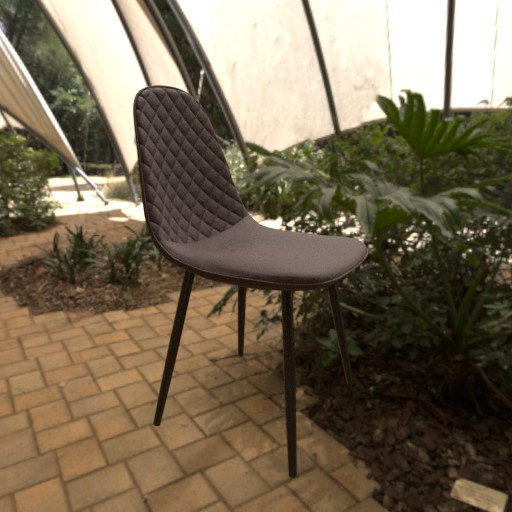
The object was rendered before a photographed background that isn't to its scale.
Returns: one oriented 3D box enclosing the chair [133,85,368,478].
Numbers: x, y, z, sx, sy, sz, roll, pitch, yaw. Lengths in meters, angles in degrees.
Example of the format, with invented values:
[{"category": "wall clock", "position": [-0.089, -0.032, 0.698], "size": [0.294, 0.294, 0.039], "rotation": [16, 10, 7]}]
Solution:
[{"category": "chair", "position": [0.000, 0.000, 1.198], "size": [0.561, 0.889, 0.472], "rotation": [8, 17, 27]}]
